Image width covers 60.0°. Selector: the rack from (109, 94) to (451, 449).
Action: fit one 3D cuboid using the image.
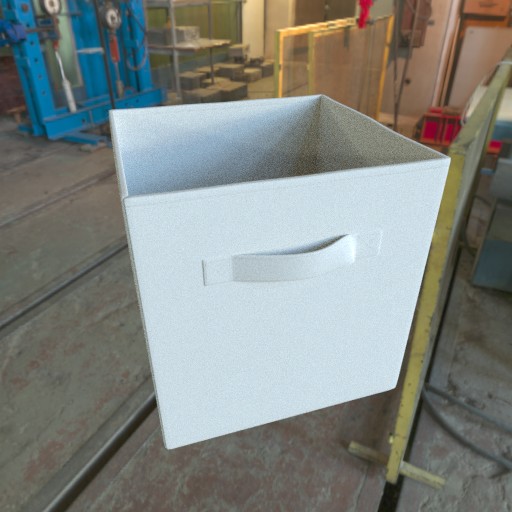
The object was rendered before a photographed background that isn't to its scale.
[{"bbox_3d":[0.000,0.000,0.500,0.270,0.280,0.270,-10,33,-15],"label":"rack"}]
